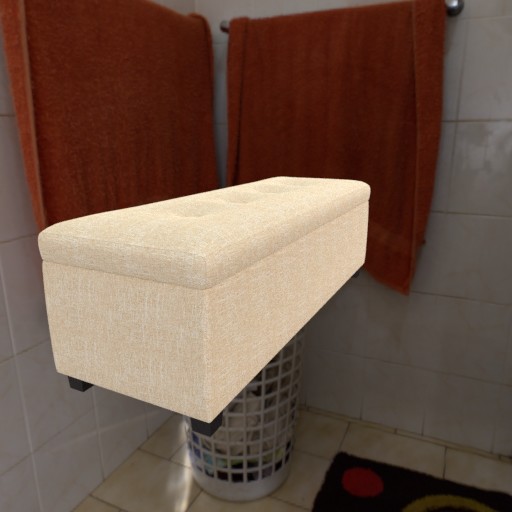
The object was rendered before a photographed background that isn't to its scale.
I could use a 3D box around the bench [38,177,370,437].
[{"bbox_3d":[0.000,0.000,1.404,0.432,0.406,1.219,8,17,26],"label":"bench"}]
